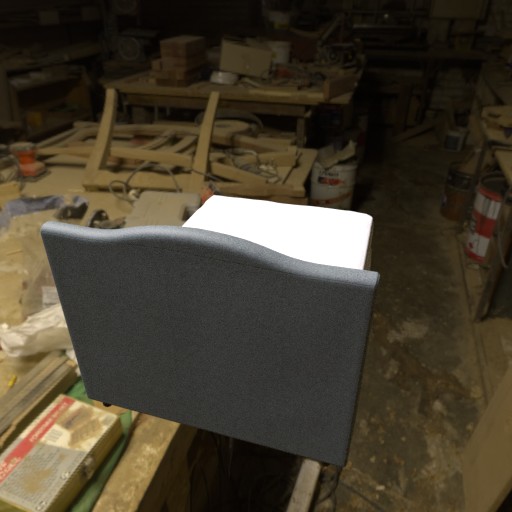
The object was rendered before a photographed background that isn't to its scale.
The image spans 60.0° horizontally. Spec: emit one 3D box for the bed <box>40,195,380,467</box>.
[{"bbox_3d":[0.000,0.000,3.298,1.753,1.460,2.143,9,32,14],"label":"bed"}]
